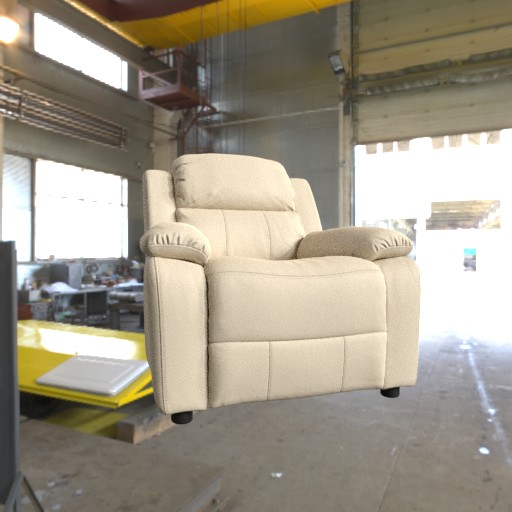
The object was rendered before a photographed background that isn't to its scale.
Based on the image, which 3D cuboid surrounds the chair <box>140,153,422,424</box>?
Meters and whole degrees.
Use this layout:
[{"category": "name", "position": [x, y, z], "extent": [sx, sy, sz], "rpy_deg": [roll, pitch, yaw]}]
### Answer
[{"category": "chair", "position": [0.000, 0.000, 1.292], "extent": [0.680, 0.702, 0.709], "rpy_deg": [0, 0, -19]}]
